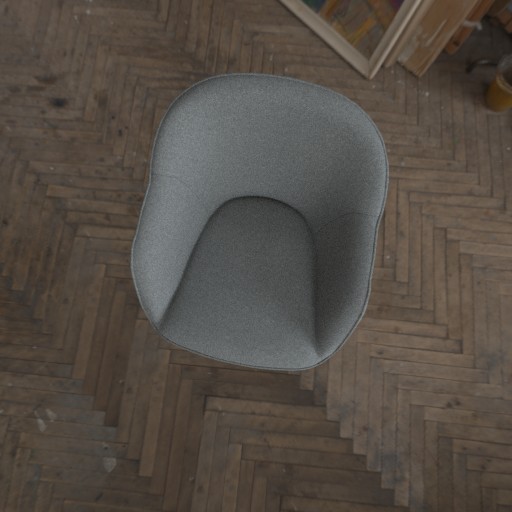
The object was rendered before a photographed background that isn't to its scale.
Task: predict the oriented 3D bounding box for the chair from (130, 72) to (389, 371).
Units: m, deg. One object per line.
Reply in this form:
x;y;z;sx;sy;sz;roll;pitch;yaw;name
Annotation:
0.000;0.000;1.265;0.589;0.810;0.611;11;76;3;chair
